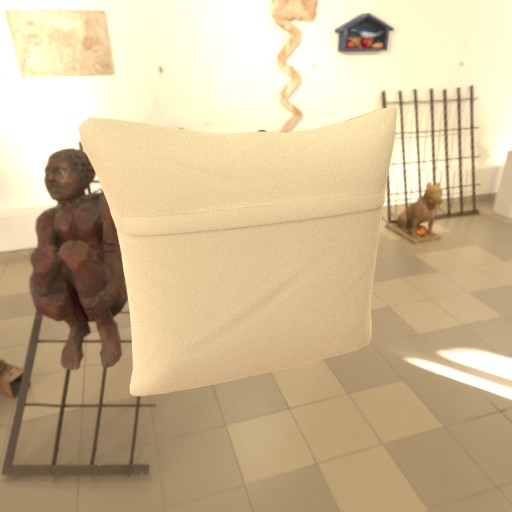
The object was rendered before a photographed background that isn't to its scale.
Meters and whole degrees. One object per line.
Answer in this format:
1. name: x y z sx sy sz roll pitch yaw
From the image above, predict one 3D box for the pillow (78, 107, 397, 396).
1. pillow: 0.000 0.000 0.739 0.484 0.470 0.192 -8 28 -16
